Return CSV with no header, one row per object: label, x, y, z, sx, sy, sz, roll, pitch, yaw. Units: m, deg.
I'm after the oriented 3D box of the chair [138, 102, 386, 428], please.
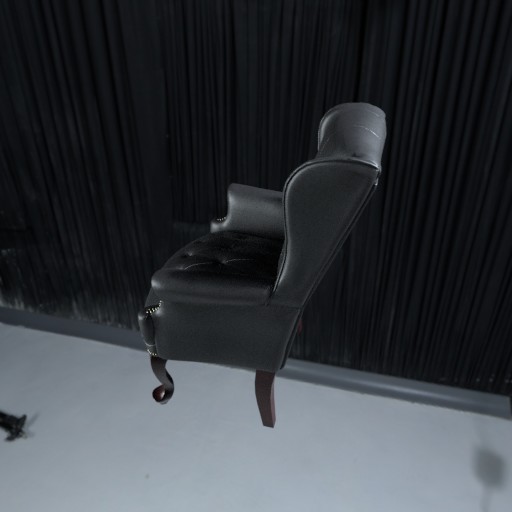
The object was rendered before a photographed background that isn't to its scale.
chair,0.000,0.000,1.696,0.822,1.133,0.831,8,32,13
